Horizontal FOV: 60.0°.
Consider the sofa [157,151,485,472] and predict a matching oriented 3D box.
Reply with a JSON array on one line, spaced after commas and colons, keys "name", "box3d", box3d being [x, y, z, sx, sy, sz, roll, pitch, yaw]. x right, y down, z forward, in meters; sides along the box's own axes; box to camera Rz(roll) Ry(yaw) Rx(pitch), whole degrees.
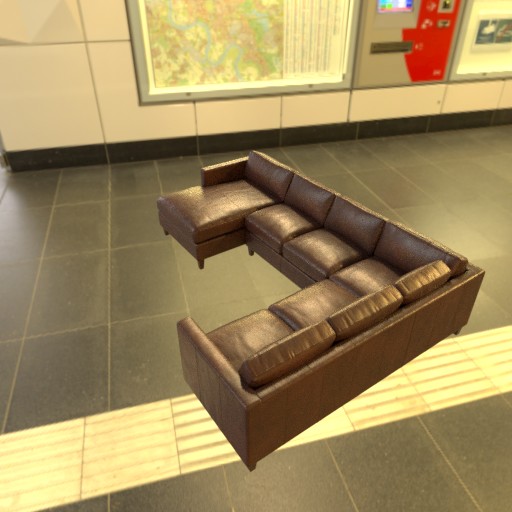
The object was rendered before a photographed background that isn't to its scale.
[{"name": "sofa", "box3d": [0.000, 0.000, 4.461, 2.452, 0.891, 3.324, -21, 39, -28]}]
